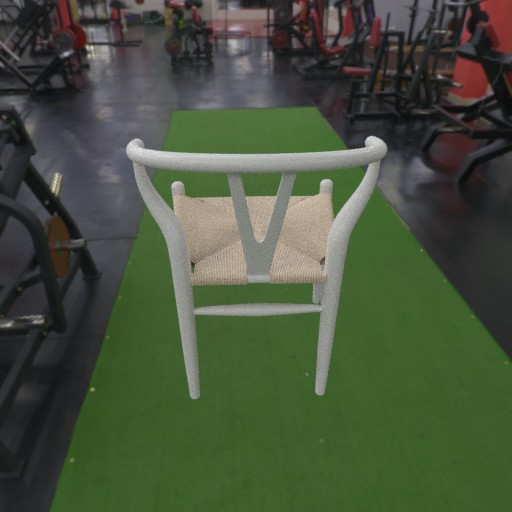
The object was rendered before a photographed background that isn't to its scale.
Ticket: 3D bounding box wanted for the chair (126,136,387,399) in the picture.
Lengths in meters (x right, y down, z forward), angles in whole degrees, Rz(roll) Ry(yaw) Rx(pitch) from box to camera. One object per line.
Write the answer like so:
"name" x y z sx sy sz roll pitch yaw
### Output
"chair" 0.000 0.000 1.145 0.569 0.730 0.579 -1 32 -2
